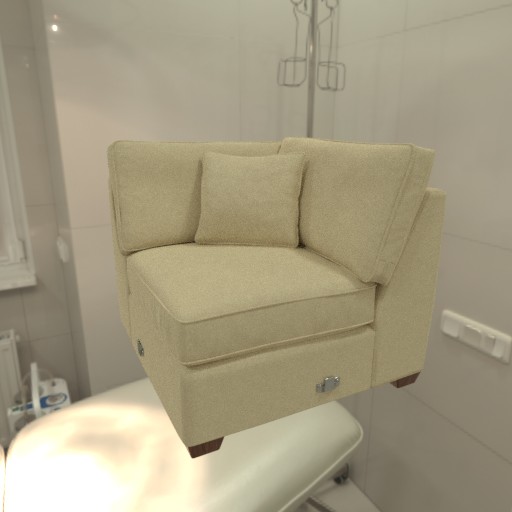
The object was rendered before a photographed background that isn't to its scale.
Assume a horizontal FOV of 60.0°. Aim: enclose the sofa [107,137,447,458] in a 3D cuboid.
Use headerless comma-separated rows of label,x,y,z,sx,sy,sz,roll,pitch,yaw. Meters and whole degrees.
sofa,0.000,0.000,1.964,1.084,1.002,1.146,-8,19,-26
